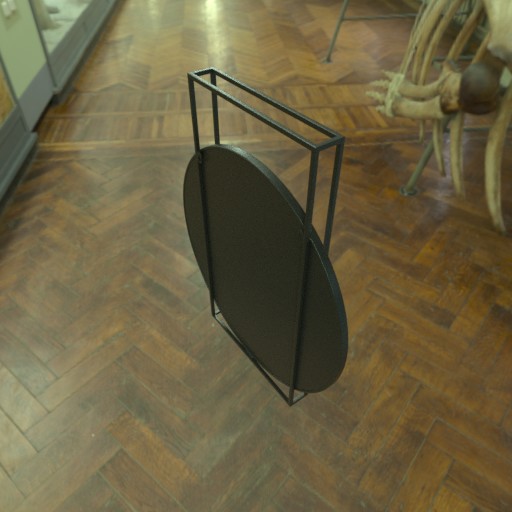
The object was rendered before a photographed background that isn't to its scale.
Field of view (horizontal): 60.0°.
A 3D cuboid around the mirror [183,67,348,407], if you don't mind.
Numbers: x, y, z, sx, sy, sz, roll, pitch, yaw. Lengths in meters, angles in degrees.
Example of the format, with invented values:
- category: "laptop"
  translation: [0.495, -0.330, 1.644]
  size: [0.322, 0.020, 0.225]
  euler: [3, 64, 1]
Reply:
- category: "mirror"
  translation: [0.000, 0.000, 0.843]
  size: [0.051, 0.603, 0.508]
  euler: [-26, 48, -26]
